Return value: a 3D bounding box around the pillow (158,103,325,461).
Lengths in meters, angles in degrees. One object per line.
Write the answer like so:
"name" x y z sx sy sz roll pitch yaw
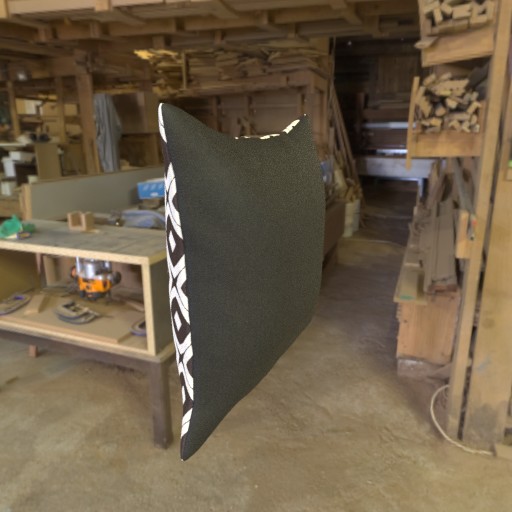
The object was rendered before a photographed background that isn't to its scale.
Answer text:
"pillow" 0.000 0.000 0.788 0.188 0.494 0.504 8 18 24
